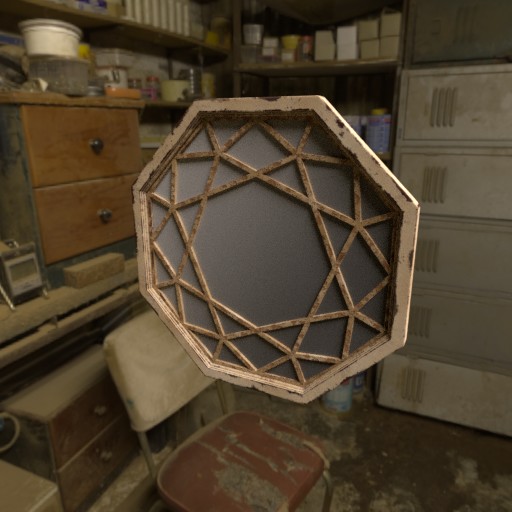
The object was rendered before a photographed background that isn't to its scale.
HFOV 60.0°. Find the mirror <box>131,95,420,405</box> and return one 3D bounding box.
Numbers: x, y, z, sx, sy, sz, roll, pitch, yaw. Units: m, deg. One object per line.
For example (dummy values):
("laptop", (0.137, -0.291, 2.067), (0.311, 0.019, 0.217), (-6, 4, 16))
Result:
("mirror", (0.000, 0.000, 0.963), (0.648, 0.648, 0.031), (8, 18, 25))
